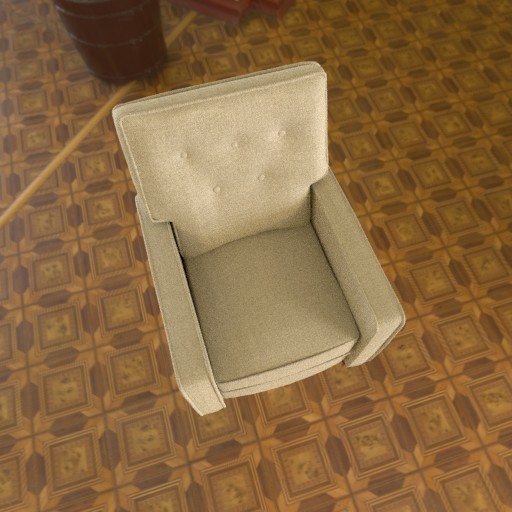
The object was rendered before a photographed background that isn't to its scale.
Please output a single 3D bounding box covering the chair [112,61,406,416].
[{"bbox_3d":[0.000,0.000,1.424,0.648,0.888,0.754,-16,64,-8],"label":"chair"}]
